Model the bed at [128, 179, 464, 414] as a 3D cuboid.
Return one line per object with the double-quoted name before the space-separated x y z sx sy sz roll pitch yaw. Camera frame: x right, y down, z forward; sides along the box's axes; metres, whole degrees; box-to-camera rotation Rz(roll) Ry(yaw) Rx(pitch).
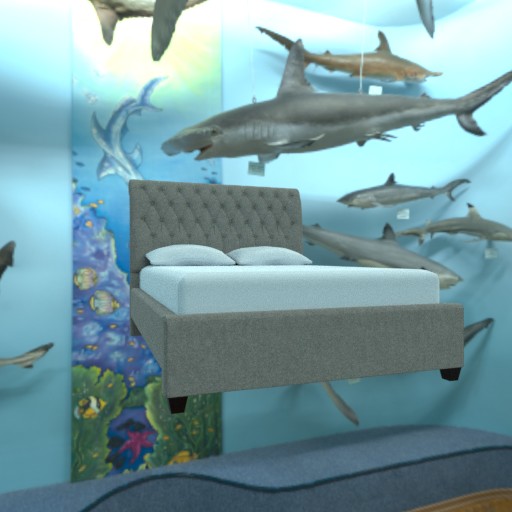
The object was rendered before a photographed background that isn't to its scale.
"bed" 0.000 0.000 3.219 1.645 1.371 2.252 0 0 -20
